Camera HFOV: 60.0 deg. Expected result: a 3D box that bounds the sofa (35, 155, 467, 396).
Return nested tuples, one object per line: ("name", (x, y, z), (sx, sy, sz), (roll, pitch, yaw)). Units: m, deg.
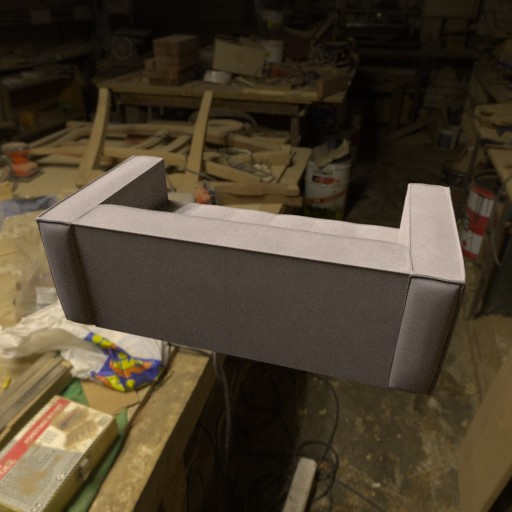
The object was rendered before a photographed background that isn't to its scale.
("sofa", (0.000, 0.000, 2.476), (1.995, 0.680, 1.038), (9, 32, 14))
